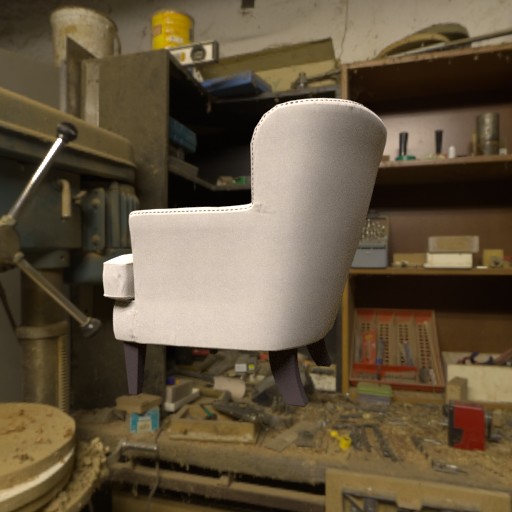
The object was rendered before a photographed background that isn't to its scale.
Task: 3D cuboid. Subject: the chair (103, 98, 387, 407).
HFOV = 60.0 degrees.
[{"bbox_3d":[0.000,0.000,1.595,0.906,0.868,0.848,0,0,18],"label":"chair"}]
